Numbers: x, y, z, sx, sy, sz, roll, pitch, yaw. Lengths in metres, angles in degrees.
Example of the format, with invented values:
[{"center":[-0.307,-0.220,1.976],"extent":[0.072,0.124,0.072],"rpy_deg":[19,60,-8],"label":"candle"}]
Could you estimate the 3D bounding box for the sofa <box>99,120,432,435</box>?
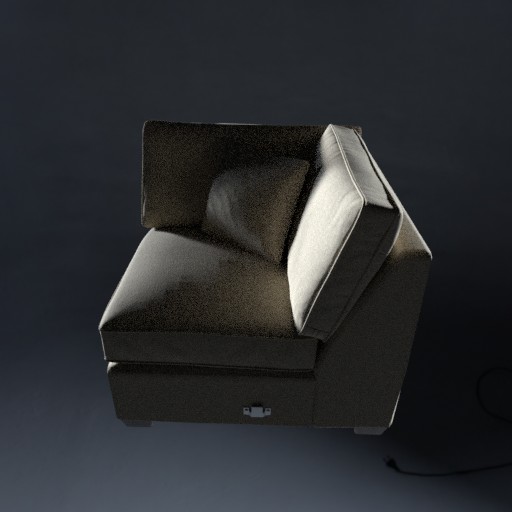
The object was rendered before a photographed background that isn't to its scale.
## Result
[{"center":[0.000,0.000,1.923],"extent":[1.084,1.002,1.146],"rpy_deg":[1,30,2],"label":"sofa"}]
